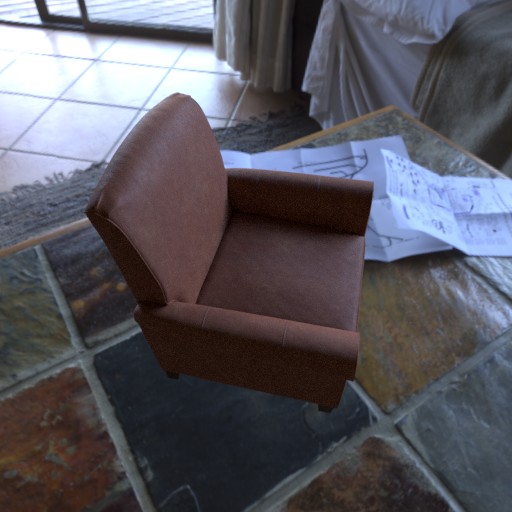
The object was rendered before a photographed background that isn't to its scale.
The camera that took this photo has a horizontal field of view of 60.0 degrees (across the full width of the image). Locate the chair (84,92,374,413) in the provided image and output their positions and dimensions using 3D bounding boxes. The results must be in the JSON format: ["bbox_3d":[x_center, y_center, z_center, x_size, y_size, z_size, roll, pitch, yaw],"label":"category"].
[{"bbox_3d":[0.000,0.000,1.821,0.902,1.061,0.978,10,48,9],"label":"chair"}]
